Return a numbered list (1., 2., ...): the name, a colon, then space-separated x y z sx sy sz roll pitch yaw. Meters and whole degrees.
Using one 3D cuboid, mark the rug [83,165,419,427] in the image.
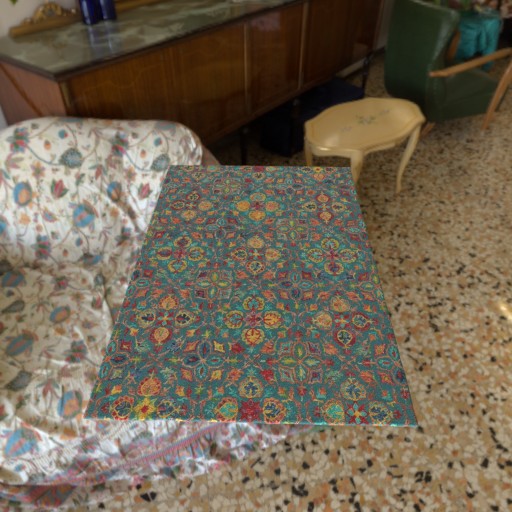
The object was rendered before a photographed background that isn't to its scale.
1. rug: 0.000 0.000 2.291 1.216 0.014 1.836 1 41 1
